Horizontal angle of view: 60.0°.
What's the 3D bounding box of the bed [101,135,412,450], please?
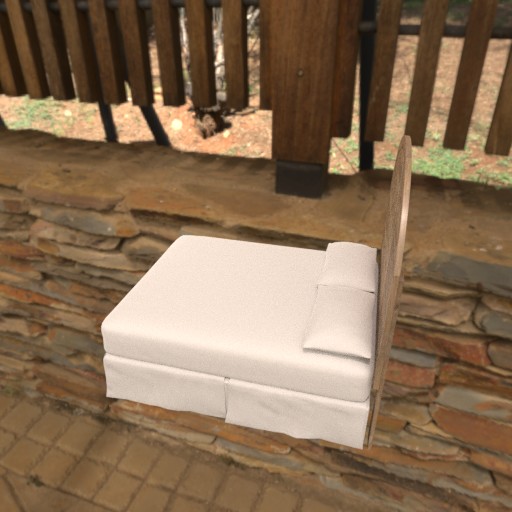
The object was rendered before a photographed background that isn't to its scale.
[{"bbox_3d":[0.000,0.000,3.558,2.112,2.002,1.713,7,30,13],"label":"bed"}]
